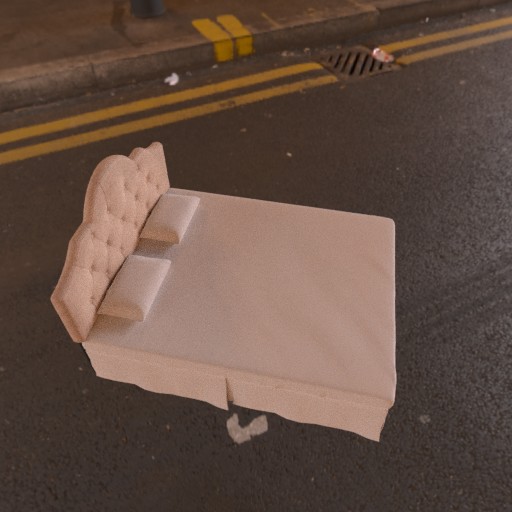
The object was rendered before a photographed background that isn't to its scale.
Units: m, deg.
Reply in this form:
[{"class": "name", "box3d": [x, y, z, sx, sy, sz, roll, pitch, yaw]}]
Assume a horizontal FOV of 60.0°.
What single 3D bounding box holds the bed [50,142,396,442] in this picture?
[{"class": "bed", "box3d": [0.000, 0.000, 2.978, 1.970, 1.194, 1.667, 9, 48, 8]}]
